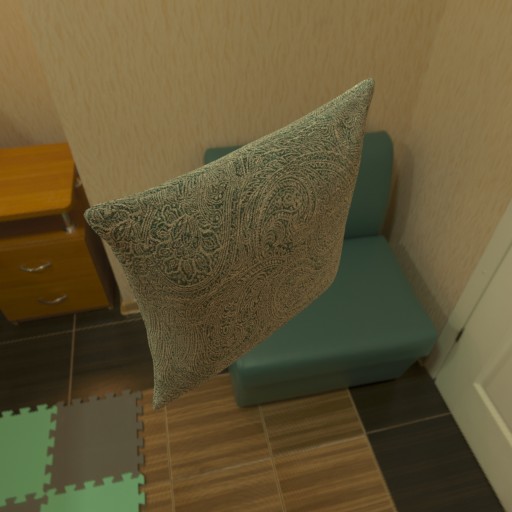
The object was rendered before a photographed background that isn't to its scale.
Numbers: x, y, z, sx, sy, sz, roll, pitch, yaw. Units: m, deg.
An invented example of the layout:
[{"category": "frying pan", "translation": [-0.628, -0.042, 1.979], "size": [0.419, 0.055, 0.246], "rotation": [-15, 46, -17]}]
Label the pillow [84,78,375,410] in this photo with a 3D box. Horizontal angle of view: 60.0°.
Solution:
[{"category": "pillow", "translation": [0.000, 0.000, 0.801], "size": [0.526, 0.507, 0.166], "rotation": [-33, 54, -28]}]
